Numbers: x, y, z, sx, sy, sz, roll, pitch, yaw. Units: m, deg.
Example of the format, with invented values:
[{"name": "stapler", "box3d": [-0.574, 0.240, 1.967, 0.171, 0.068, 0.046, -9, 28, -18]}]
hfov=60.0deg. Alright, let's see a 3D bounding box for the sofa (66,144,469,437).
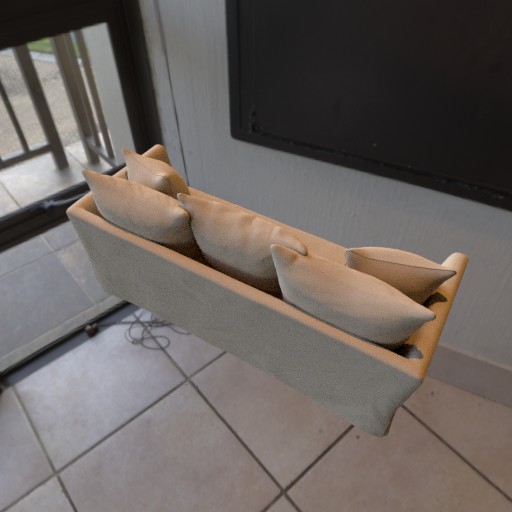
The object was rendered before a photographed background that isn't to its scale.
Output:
[{"name": "sofa", "box3d": [0.000, 0.000, 3.049, 2.499, 1.047, 1.046, 23, 50, 21]}]
